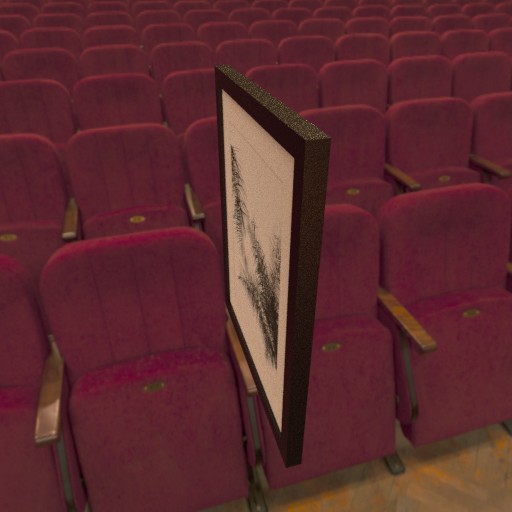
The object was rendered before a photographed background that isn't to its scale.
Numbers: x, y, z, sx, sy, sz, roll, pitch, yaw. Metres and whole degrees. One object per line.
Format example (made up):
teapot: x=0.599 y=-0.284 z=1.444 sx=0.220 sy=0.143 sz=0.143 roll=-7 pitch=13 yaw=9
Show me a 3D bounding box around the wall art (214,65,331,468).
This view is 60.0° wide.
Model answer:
wall art: x=0.000 y=0.000 z=0.781 sx=0.028 sy=0.557 sz=0.457 roll=-9 pitch=33 yaw=-14
